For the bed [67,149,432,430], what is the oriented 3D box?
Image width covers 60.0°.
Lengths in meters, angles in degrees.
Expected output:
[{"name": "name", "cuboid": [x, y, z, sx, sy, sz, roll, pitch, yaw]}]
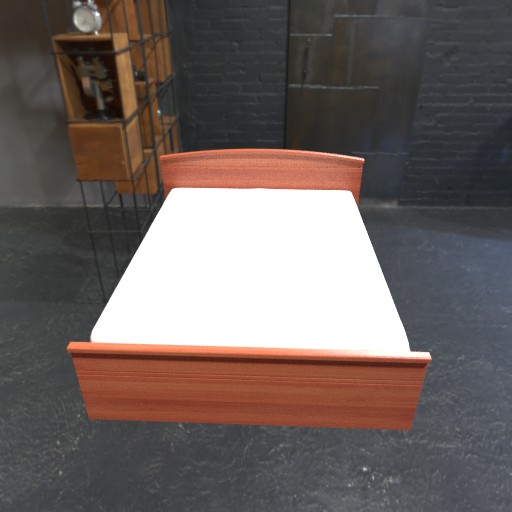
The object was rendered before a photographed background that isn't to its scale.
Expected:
[{"name": "bed", "cuboid": [0.000, 0.000, 2.965, 1.683, 0.848, 2.053, 1, 30, 2]}]
